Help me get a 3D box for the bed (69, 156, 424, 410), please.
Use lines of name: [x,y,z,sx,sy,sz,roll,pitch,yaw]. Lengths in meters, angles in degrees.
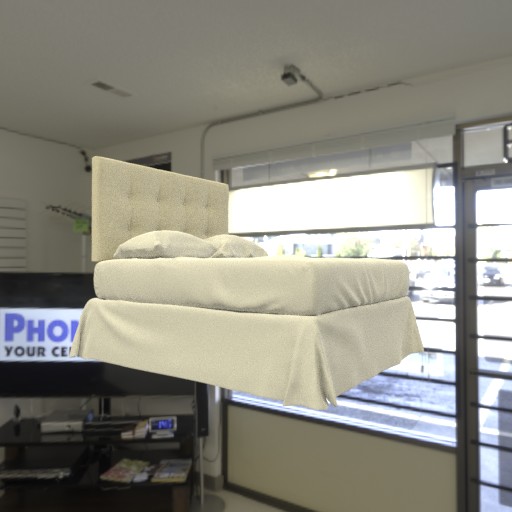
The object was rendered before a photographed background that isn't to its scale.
bed: [0.000,0.000,3.557,2.222,1.577,1.936,0,-1,36]
